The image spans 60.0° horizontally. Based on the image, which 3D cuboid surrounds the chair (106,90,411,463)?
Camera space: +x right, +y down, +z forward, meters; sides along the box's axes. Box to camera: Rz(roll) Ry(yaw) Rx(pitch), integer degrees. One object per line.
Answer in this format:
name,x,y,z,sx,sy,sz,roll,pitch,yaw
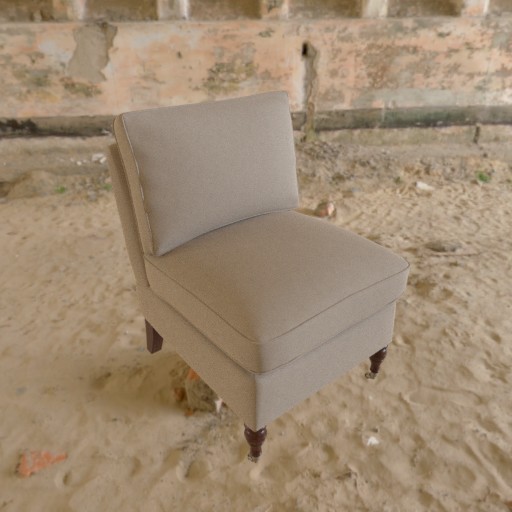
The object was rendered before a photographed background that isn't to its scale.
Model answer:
chair,0.000,0.000,1.657,0.724,1.052,0.912,-21,36,-33
